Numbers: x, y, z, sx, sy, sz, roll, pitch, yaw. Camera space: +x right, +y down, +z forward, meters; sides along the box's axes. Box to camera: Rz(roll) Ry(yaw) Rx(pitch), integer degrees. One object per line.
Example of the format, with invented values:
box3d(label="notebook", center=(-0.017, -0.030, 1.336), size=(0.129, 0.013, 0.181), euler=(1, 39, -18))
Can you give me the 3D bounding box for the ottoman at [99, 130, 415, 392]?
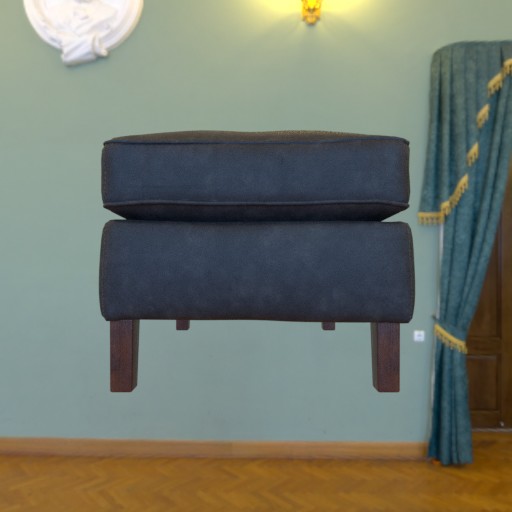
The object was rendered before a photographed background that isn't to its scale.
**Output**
box3d(label="ottoman", center=(0.000, 0.000, 0.968), size=(0.501, 0.413, 0.665), euler=(0, 0, 0))
